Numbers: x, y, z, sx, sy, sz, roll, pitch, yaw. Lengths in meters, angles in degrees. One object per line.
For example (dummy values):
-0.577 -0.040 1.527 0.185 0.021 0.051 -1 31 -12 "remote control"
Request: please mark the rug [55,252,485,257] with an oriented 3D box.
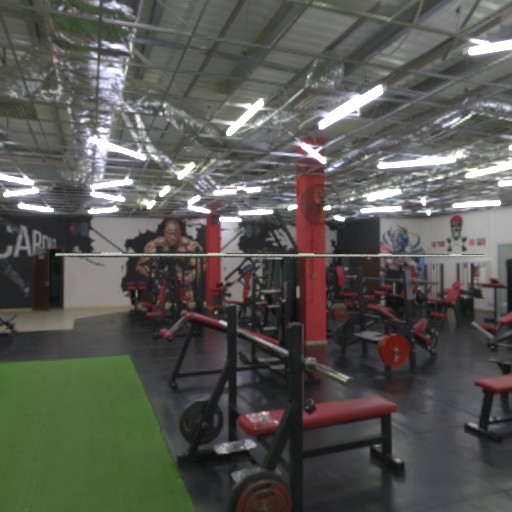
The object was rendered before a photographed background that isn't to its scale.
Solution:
0.000 0.000 2.947 2.286 0.016 1.555 0 0 -18 "rug"
